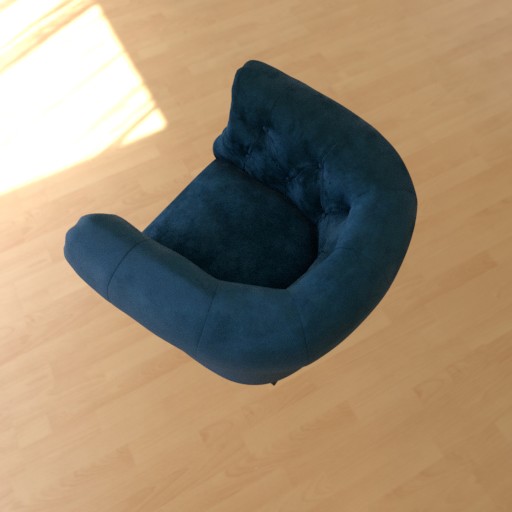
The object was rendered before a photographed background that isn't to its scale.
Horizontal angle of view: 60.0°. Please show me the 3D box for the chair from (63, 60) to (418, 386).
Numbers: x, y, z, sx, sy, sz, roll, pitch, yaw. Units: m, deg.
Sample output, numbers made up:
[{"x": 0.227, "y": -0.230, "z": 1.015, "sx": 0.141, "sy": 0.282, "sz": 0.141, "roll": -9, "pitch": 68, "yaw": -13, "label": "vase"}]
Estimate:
[{"x": 0.000, "y": 0.000, "z": 1.546, "sx": 0.851, "sy": 0.826, "sz": 0.904, "roll": 34, "pitch": 69, "yaw": 15, "label": "chair"}]
